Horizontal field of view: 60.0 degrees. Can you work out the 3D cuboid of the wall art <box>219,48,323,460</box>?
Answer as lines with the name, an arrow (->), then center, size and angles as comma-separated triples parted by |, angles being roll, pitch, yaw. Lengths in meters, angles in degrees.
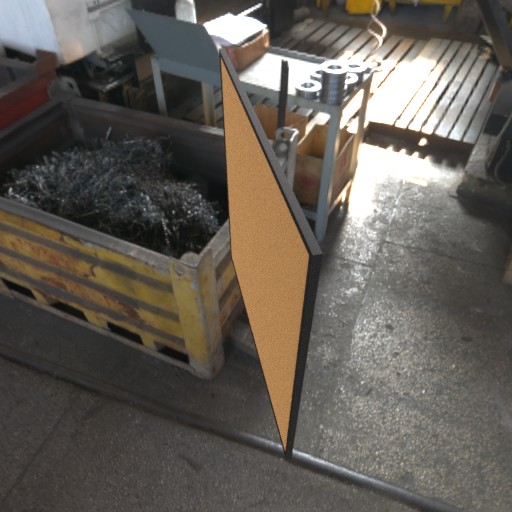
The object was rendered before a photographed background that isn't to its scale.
wall art -> 0.000, 0.000, 0.998 | 0.015, 0.663, 0.664 | -9, 46, -9
